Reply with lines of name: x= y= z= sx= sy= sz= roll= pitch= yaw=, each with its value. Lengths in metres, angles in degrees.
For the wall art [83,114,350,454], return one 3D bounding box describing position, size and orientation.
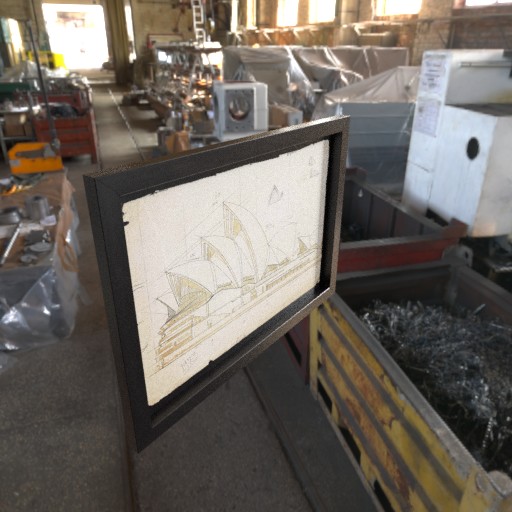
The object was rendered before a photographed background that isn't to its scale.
wall art: x=0.000 y=0.000 z=0.863 sx=0.027 sy=0.458 sz=0.657 roll=18 pitch=31 yaw=34
